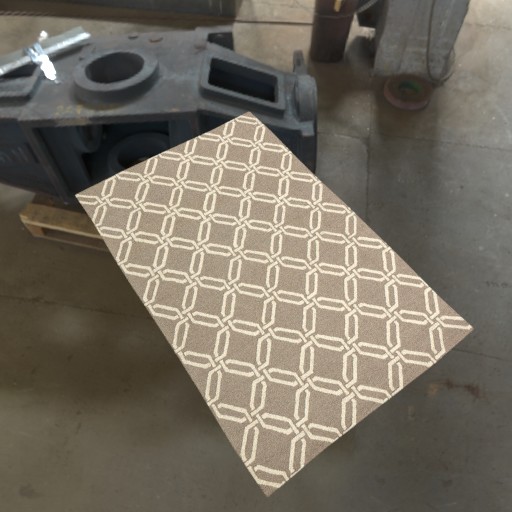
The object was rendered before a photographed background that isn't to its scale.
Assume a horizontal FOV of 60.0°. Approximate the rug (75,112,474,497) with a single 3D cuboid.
[{"bbox_3d":[0.000,0.000,2.155,1.142,0.010,1.748,-31,63,-18],"label":"rug"}]
